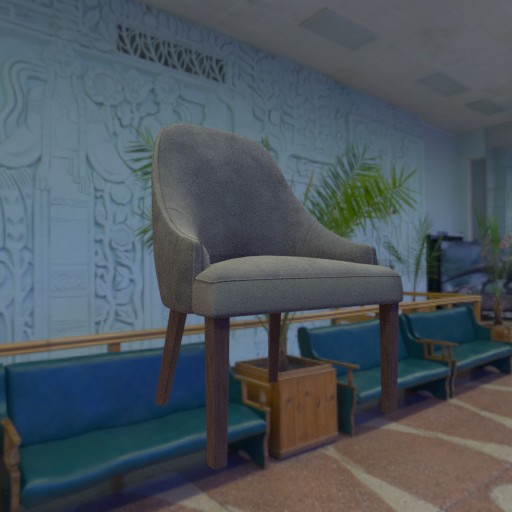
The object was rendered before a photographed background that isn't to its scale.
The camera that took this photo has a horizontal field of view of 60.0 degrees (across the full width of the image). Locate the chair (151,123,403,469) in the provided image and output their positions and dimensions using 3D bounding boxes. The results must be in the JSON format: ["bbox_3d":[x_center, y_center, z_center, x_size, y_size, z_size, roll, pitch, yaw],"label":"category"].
[{"bbox_3d":[0.000,0.000,1.310,0.643,0.889,0.575,1,-1,-36],"label":"chair"}]
